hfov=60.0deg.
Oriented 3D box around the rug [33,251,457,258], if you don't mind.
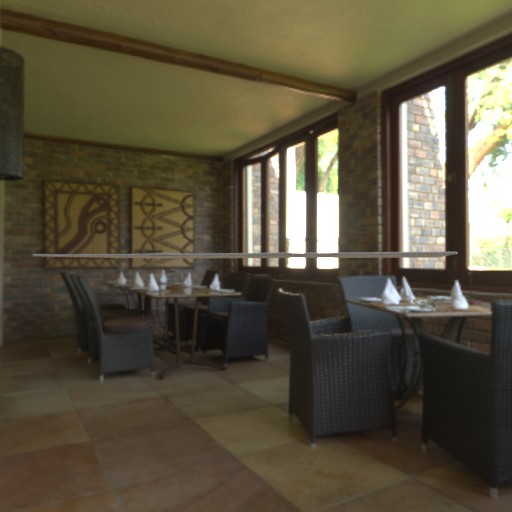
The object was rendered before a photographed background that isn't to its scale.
[{"bbox_3d":[0.000,0.000,3.117,2.460,0.016,1.545,0,-1,19],"label":"rug"}]
